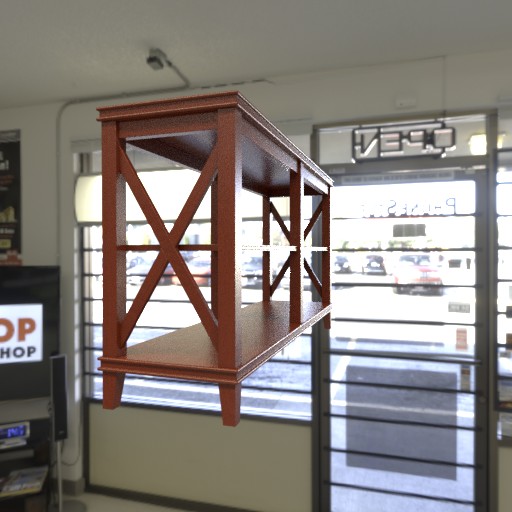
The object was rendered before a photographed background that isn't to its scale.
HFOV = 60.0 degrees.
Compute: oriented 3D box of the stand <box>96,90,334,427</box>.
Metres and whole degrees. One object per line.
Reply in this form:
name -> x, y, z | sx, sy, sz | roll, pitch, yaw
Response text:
stand -> 0.000, 0.000, 1.704 | 0.381, 0.762, 1.372 | 0, 1, 19
